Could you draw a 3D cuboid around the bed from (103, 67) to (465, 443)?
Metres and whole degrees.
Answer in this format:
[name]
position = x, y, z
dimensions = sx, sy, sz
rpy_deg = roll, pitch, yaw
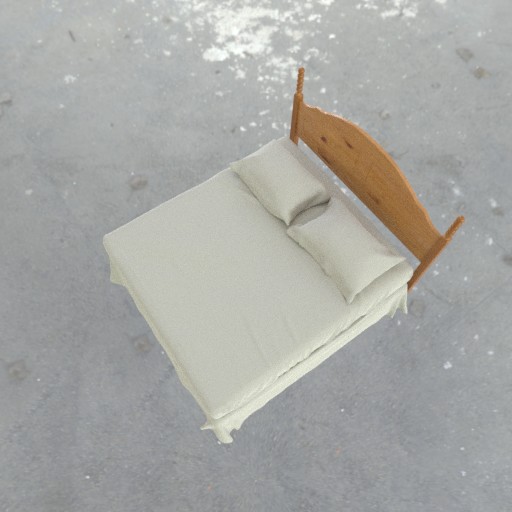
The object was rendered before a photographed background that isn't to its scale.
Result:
[bed]
position = 0.000, 0.000, 3.348
dimensions = 2.040, 1.356, 1.873
rpy_deg = -32, 67, -15
